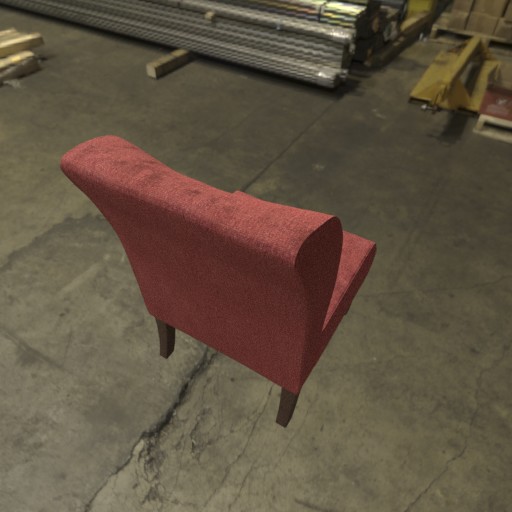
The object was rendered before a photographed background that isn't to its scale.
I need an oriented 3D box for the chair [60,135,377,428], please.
[{"bbox_3d":[0.000,0.000,1.249,0.538,0.846,0.640,24,51,21],"label":"chair"}]
